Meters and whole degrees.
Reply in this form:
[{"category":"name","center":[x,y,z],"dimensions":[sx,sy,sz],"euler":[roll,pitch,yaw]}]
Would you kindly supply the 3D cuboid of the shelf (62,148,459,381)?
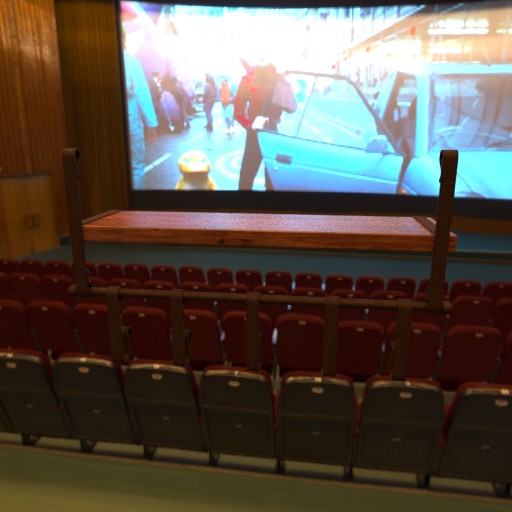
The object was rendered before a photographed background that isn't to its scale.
[{"category":"shelf","center":[0.000,0.000,0.698],"dimensions":[0.567,0.330,0.146],"euler":[2,15,7]}]
